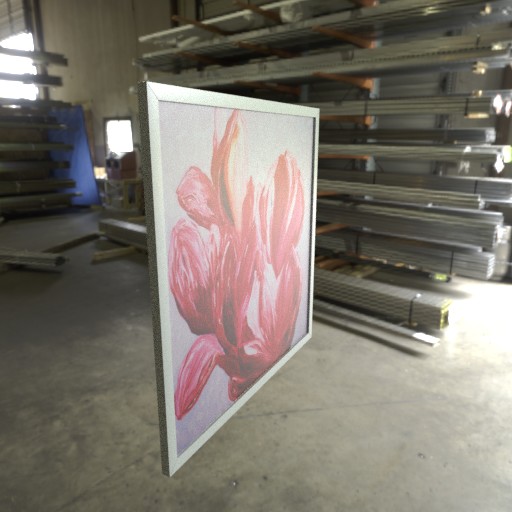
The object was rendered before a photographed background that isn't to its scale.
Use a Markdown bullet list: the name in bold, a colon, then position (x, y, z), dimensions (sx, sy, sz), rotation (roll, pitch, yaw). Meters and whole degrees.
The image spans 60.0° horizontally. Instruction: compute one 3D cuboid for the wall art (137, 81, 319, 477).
- **wall art**: position (0.000, 0.000, 1.201), dimensions (0.022, 0.803, 0.805), rotation (8, 17, 28)
